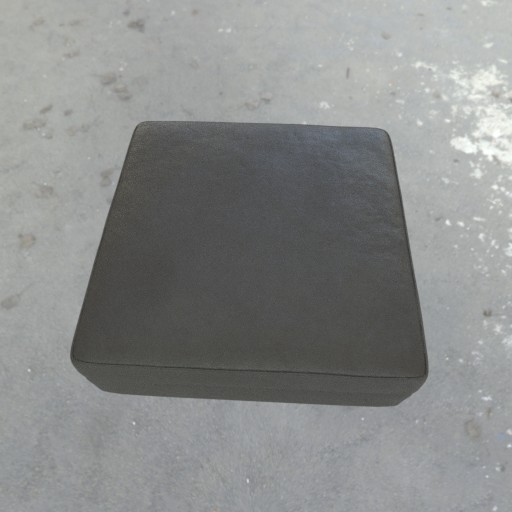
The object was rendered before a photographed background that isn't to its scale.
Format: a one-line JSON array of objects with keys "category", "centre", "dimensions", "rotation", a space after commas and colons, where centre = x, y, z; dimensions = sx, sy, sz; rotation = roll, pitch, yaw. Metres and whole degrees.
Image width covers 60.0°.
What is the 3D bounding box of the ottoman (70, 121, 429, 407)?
[{"category": "ottoman", "centre": [0.000, 0.000, 1.332], "dimensions": [0.844, 0.415, 0.836], "rotation": [2, 57, 2]}]
